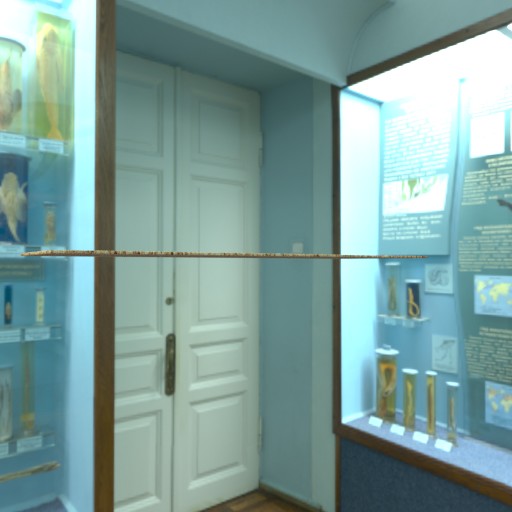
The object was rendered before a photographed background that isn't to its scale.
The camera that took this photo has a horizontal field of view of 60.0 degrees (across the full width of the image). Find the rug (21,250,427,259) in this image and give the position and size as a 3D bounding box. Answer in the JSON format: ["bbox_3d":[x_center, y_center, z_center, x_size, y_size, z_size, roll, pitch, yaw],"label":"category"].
[{"bbox_3d":[0.000,0.000,2.460,2.237,0.014,0.680,1,-1,-36],"label":"rug"}]
